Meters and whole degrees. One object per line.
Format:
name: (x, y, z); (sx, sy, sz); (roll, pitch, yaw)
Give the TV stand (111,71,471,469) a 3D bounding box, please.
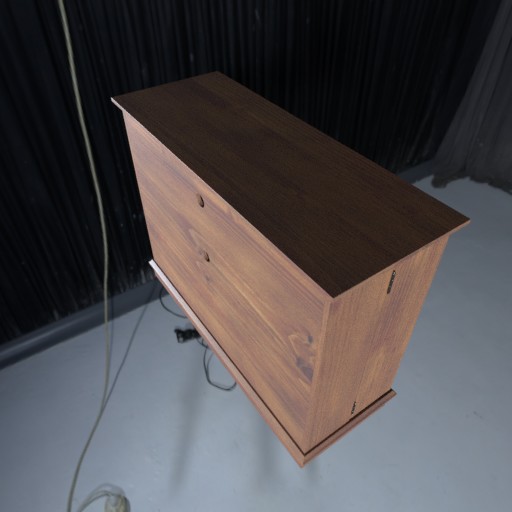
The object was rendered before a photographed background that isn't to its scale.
TV stand: (0.000, 0.000, 1.484); (0.406, 0.813, 1.067); (-25, 48, -25)
